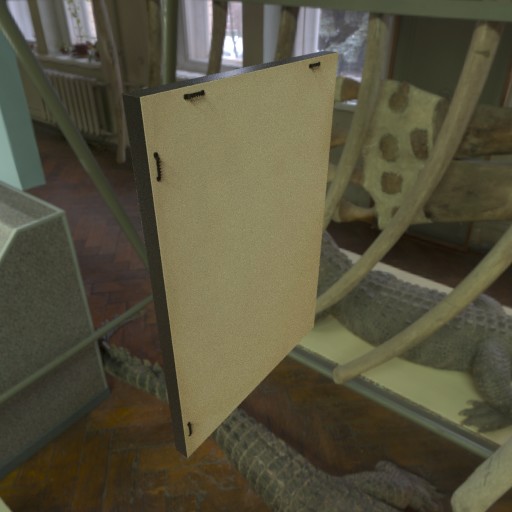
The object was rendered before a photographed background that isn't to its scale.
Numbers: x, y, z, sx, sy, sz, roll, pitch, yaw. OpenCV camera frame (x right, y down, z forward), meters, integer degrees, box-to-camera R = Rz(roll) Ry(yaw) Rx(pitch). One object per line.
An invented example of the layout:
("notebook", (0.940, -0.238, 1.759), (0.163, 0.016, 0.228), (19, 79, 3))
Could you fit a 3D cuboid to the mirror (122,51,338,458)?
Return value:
("mirror", (0.000, 0.000, 0.900), (0.039, 0.710, 0.507), (21, 38, 31))
